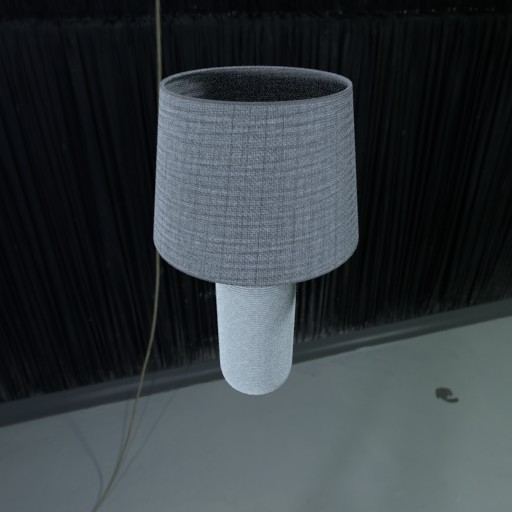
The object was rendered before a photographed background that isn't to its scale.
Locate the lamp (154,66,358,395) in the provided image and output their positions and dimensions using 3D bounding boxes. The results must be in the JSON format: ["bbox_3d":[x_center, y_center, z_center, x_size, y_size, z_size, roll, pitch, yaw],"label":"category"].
[{"bbox_3d":[0.000,0.000,0.575,0.251,0.429,0.251,0,32,0],"label":"lamp"}]
